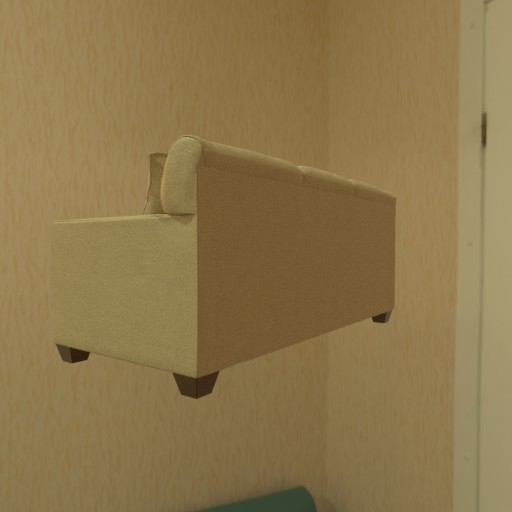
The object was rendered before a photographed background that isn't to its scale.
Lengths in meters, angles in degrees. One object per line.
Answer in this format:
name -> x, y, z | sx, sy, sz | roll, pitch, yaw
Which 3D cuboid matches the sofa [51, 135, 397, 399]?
sofa -> 0.000, 0.000, 2.596 | 0.997, 0.958, 2.024 | 1, 2, 36
